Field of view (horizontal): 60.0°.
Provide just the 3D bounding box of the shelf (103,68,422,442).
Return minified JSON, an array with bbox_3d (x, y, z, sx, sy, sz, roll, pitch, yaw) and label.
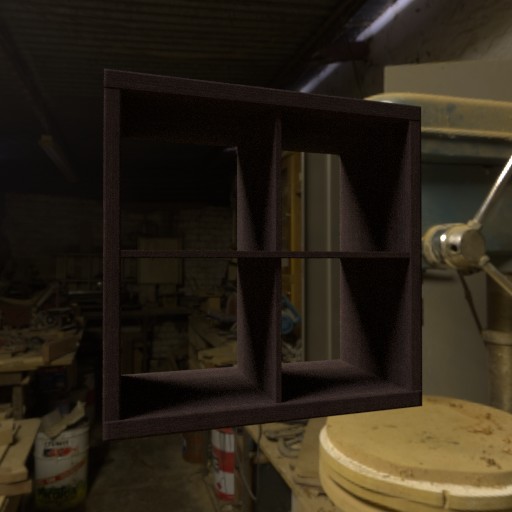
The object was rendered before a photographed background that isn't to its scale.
[{"bbox_3d":[0.000,0.000,1.234,0.790,0.786,0.390,0,-1,-17],"label":"shelf"}]
